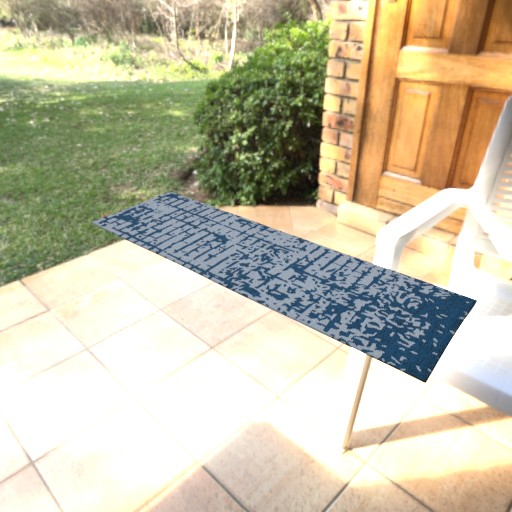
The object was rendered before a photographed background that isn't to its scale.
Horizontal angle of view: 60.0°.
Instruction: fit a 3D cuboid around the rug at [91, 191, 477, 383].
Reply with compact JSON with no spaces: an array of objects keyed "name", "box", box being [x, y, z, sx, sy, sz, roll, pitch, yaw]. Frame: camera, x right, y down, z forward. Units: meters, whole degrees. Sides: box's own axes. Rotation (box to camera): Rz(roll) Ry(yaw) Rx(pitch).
[{"name":"rug","box":[0.000,0.000,2.773,2.435,0.011,0.750,22,37,33]}]
